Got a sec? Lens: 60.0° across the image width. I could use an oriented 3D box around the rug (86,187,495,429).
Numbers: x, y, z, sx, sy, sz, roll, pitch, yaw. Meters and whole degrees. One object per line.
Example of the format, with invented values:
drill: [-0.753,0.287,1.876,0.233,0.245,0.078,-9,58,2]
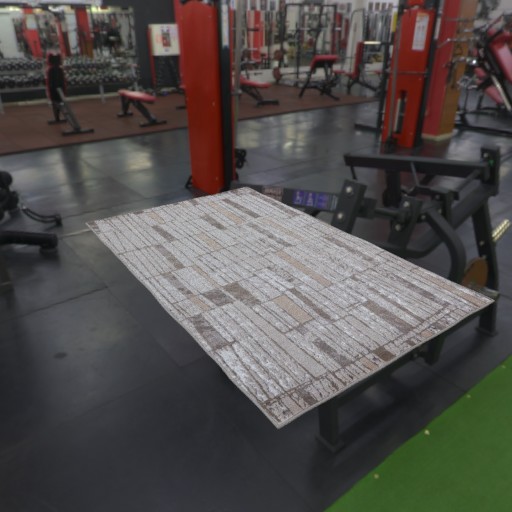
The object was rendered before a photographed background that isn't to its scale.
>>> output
rug: [0.000,0.000,2.954,1.531,0.023,2.444,-18,32,-31]
